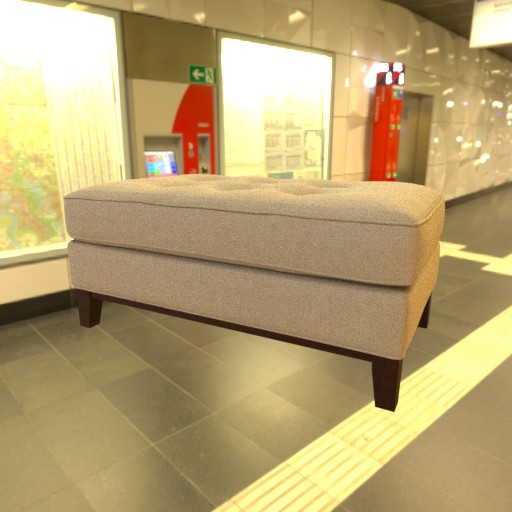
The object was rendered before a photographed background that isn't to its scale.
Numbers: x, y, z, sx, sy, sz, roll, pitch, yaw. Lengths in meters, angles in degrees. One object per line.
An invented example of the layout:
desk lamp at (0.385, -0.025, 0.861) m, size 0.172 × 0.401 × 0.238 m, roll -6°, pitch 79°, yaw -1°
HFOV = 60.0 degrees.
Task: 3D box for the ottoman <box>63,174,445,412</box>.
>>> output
ottoman at (0.000, 0.000, 1.513) m, size 1.143 × 0.508 × 0.648 m, roll 8°, pitch 17°, yaw 27°
